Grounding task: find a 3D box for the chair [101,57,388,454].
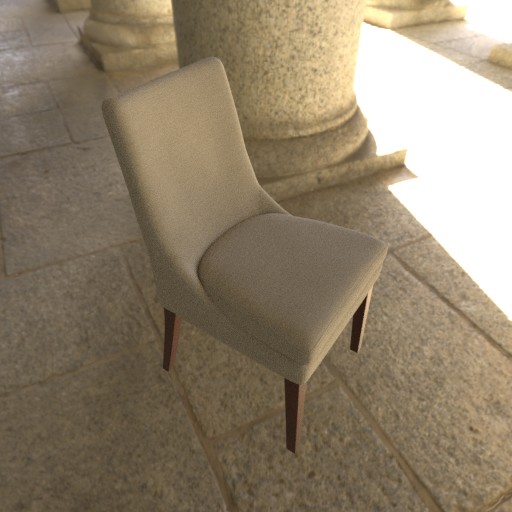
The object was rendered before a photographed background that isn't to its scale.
[{"bbox_3d":[0.000,0.000,1.311,0.638,0.940,0.515,24,46,25],"label":"chair"}]
